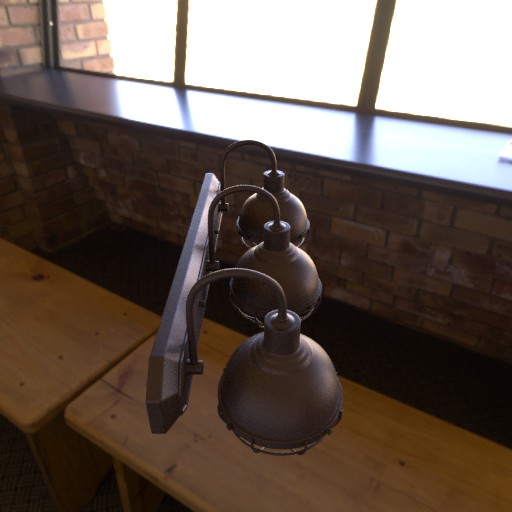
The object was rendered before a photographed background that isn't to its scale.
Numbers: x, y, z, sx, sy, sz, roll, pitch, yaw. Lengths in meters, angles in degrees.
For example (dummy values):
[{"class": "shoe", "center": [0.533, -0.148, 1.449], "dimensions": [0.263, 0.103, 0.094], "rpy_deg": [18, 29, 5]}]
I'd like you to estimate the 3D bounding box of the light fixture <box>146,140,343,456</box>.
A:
[{"class": "light fixture", "center": [0.000, 0.000, 0.747], "dimensions": [0.229, 0.254, 0.634], "rpy_deg": [0, 31, 1]}]
